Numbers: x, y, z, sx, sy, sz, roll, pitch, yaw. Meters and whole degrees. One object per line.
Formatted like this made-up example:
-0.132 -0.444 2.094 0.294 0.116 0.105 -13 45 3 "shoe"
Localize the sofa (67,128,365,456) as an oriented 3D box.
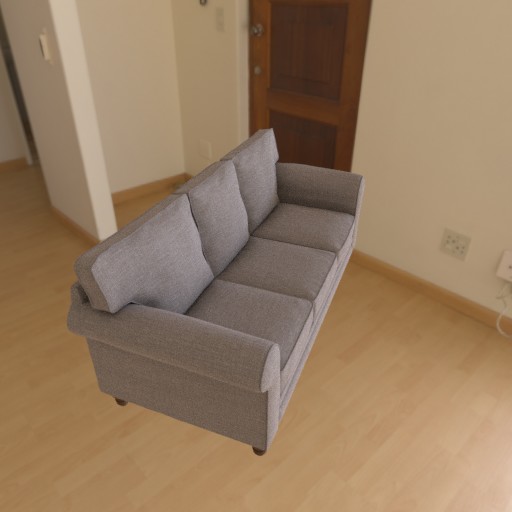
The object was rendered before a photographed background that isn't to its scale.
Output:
0.000 0.000 2.618 0.916 0.961 2.084 12 33 19 "sofa"
